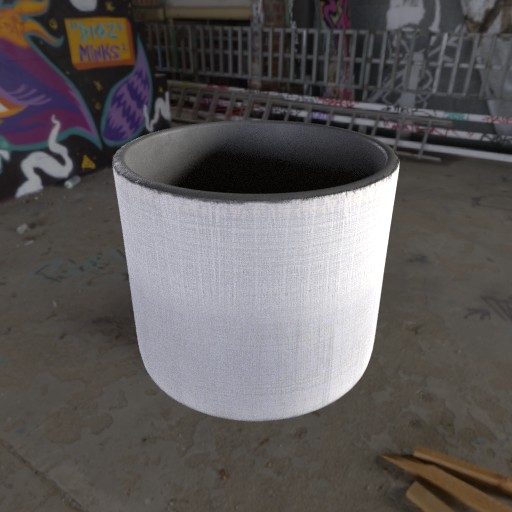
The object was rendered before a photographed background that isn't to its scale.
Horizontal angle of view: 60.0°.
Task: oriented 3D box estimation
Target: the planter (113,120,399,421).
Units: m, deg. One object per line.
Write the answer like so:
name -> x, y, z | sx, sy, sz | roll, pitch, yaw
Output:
planter -> 0.000, 0.000, 0.451 | 0.254, 0.221, 0.254 | 0, 29, 0
